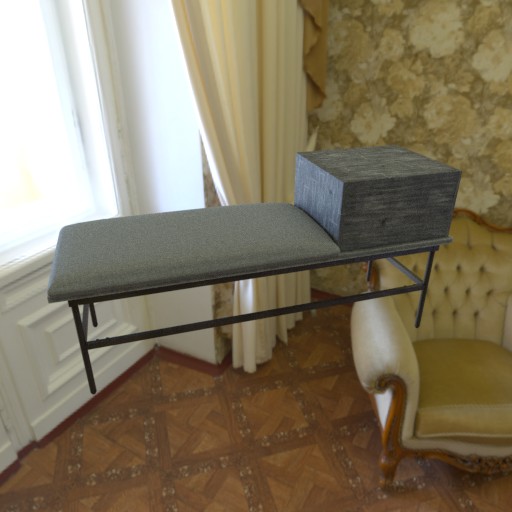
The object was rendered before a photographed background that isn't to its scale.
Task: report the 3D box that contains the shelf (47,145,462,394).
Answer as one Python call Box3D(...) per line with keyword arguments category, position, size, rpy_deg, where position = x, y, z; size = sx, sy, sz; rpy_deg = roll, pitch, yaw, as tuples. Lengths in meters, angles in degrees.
Box3D(category="shelf", position=(0.000, 0.000, 1.620), size=(1.342, 0.633, 0.457), rpy_deg=(-8, 28, -15))
